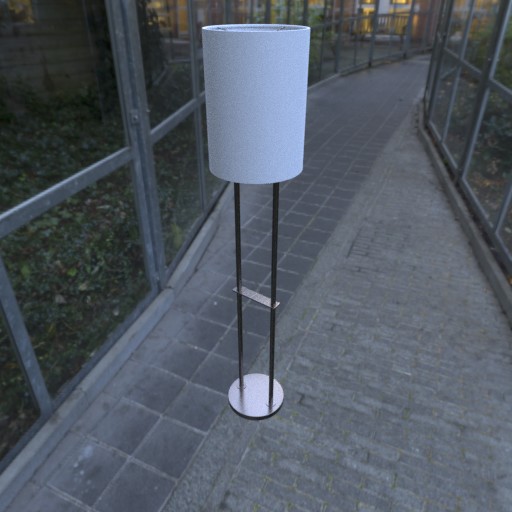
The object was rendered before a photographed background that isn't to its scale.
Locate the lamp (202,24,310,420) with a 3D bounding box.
[{"bbox_3d":[0.000,0.000,1.634,0.306,1.500,0.305,21,37,31],"label":"lamp"}]
